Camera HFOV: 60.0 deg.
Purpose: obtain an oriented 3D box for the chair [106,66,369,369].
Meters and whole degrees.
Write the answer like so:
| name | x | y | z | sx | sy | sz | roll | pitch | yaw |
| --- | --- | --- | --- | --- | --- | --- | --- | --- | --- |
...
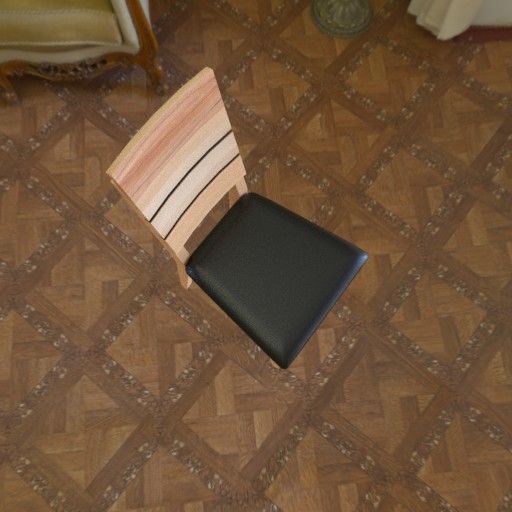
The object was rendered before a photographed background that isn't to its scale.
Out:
| name | x | y | z | sx | sy | sz | roll | pitch | yaw |
| --- | --- | --- | --- | --- | --- | --- | --- | --- | --- |
| chair | 0.000 | 0.000 | 1.272 | 0.520 | 0.940 | 0.410 | 37 | 77 | 10 |
